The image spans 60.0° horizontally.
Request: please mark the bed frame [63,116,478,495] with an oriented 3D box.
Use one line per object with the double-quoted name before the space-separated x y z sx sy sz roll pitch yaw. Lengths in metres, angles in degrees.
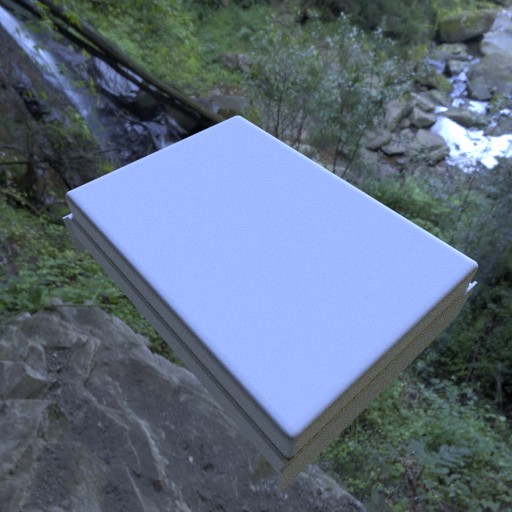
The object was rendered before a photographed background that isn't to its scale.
"bed frame" 0.000 0.000 2.594 1.445 0.497 1.945 -33 56 -26
